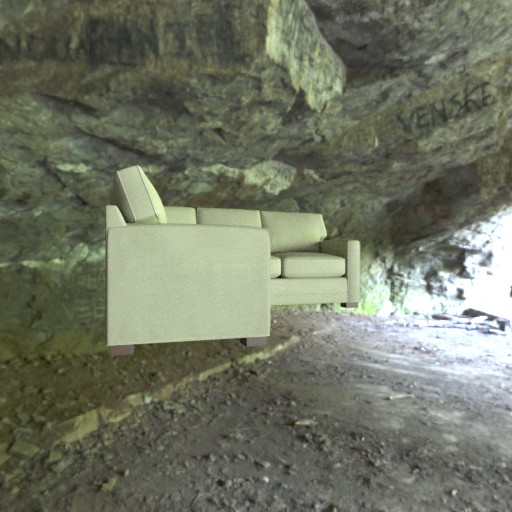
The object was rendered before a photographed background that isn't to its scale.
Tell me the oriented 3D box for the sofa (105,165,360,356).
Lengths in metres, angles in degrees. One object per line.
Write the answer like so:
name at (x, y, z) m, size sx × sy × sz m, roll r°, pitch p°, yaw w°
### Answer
sofa at (0.000, 0.000, 3.425) m, size 2.189 × 0.939 × 2.182 m, roll 0°, pitch 0°, yaw -18°
